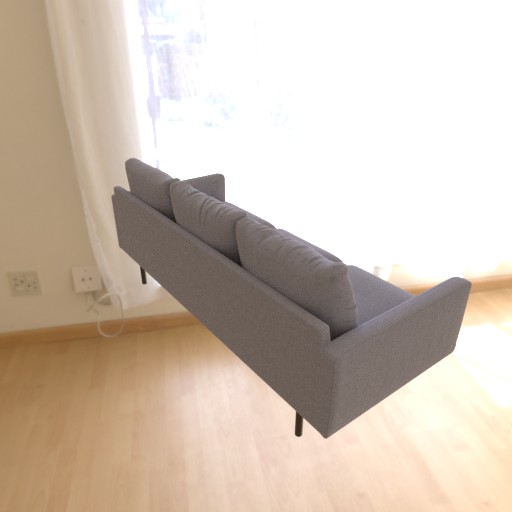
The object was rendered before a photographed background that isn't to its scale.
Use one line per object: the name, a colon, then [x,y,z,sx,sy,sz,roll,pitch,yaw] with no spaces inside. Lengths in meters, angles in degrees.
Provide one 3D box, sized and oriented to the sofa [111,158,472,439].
sofa: [0.000,0.000,2.433,0.850,0.830,2.000,-19,33,-32]
